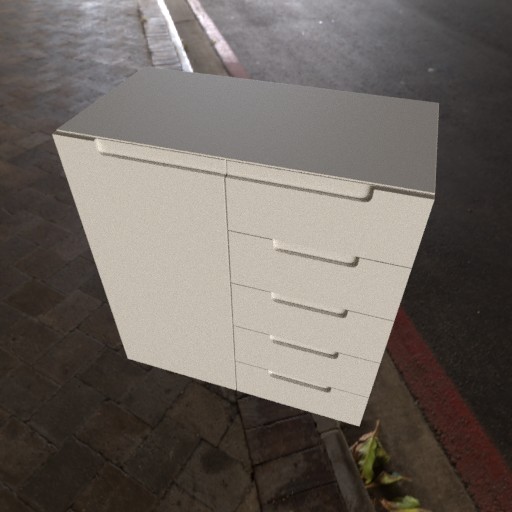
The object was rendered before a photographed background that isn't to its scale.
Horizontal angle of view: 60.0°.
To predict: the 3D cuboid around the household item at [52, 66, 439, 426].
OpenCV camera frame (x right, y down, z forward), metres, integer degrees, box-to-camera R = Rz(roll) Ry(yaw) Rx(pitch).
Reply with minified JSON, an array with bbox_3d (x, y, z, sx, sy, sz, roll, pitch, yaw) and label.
[{"bbox_3d":[0.000,0.000,1.316,0.800,0.870,0.420,12,44,13],"label":"household item"}]
